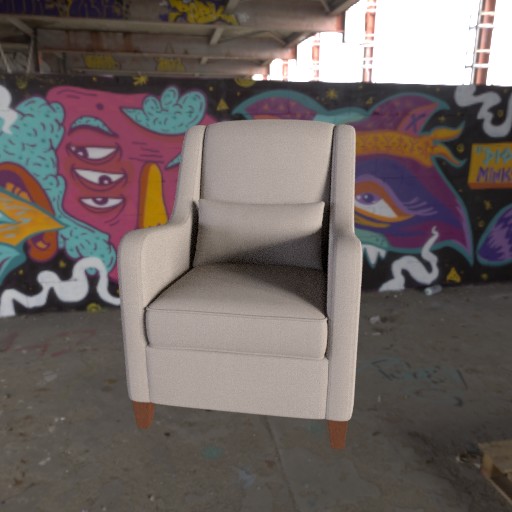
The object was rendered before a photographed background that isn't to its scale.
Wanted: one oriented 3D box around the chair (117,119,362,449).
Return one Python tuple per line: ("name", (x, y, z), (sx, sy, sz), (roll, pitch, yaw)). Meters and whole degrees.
("chair", (0.000, 0.000, 1.661), (0.715, 1.010, 0.863), (2, 15, 9))
